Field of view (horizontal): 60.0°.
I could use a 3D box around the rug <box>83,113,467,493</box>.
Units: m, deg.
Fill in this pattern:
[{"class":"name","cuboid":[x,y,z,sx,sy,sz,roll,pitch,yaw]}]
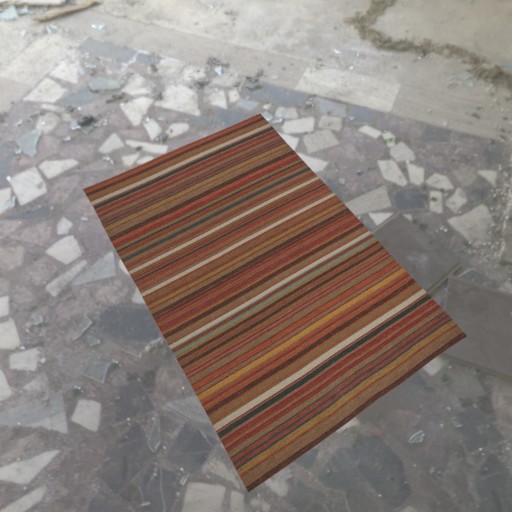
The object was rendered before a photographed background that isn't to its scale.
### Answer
[{"class":"rug","cuboid":[0.000,0.000,2.321,1.217,0.007,1.828,-28,62,-16]}]
